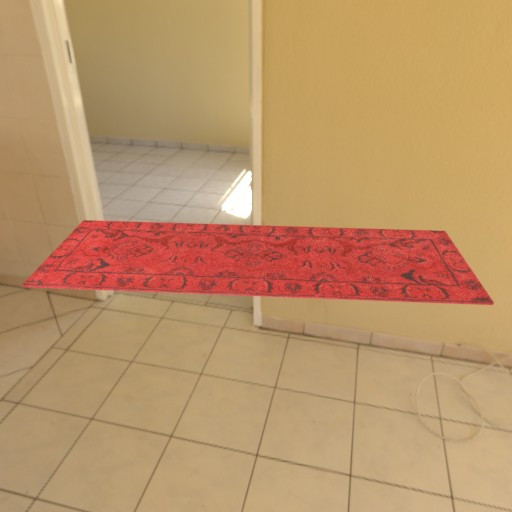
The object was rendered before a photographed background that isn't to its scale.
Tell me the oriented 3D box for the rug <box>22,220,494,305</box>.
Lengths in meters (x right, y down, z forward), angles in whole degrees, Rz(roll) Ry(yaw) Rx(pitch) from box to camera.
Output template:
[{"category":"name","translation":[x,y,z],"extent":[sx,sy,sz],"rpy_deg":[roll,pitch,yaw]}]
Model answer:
[{"category":"rug","translation":[0.000,0.000,2.631],"extent":[2.439,0.018,0.813],"rpy_deg":[2,30,3]}]
